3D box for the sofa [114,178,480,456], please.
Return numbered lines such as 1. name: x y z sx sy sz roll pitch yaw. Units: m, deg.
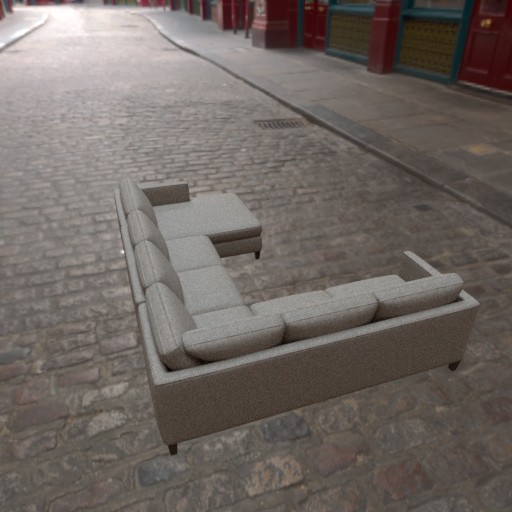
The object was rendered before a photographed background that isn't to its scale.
1. sofa: 0.000 0.000 4.550 2.551 0.889 3.403 -10 32 -17
